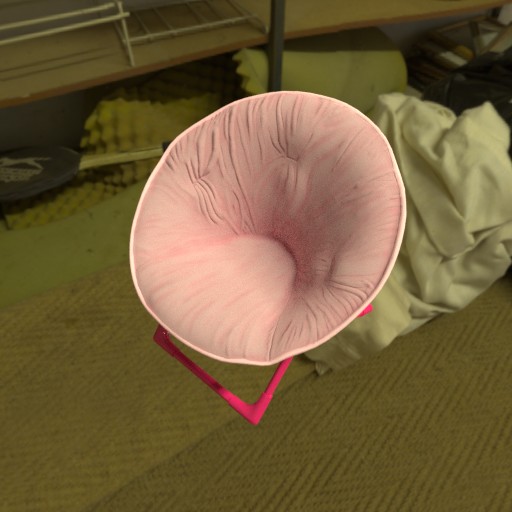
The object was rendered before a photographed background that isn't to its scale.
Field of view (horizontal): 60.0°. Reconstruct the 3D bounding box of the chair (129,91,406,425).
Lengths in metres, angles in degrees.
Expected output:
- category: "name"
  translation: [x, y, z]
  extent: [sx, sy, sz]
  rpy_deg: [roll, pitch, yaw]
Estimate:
- category: "chair"
  translation: [0.000, 0.000, 0.888]
  extent: [0.522, 0.494, 0.459]
  rpy_deg: [32, 54, 26]
